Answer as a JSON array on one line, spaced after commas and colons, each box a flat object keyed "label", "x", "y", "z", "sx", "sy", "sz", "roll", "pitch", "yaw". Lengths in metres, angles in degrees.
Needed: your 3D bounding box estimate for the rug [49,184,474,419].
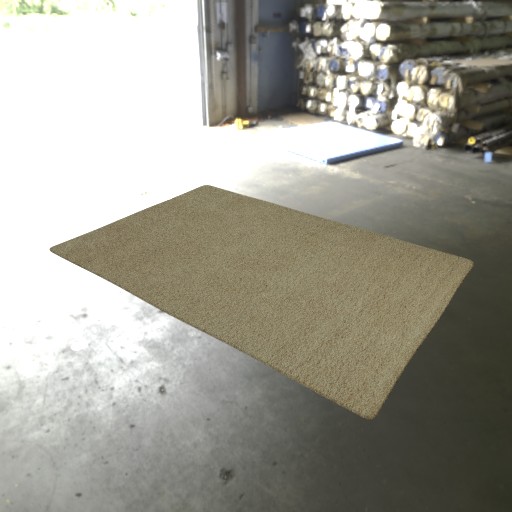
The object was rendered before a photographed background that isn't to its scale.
[{"label": "rug", "x": 0.000, "y": 0.000, "z": 3.351, "sx": 2.700, "sy": 0.024, "sz": 1.801, "roll": 20, "pitch": 35, "yaw": 32}]
